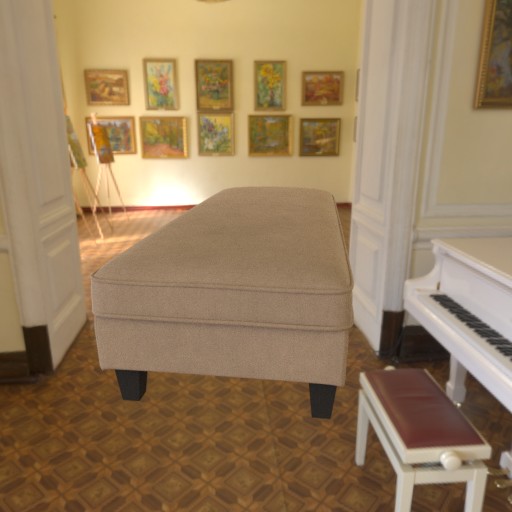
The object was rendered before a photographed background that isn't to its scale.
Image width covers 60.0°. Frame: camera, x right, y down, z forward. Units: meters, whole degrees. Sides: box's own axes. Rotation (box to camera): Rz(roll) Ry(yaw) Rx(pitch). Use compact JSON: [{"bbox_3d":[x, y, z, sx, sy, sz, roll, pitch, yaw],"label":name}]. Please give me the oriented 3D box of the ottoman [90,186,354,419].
[{"bbox_3d":[0.000,0.000,1.971,0.735,0.460,1.726,2,16,7],"label":"ottoman"}]
